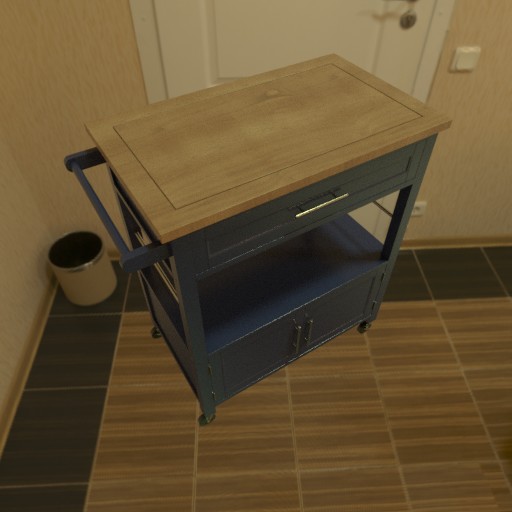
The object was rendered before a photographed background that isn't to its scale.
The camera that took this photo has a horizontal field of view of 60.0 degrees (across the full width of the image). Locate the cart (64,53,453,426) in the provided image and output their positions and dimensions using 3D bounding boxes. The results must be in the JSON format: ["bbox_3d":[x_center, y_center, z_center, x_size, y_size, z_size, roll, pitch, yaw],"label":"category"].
[{"bbox_3d":[0.000,0.000,1.377,0.840,0.901,0.459,-24,51,-21],"label":"cart"}]
